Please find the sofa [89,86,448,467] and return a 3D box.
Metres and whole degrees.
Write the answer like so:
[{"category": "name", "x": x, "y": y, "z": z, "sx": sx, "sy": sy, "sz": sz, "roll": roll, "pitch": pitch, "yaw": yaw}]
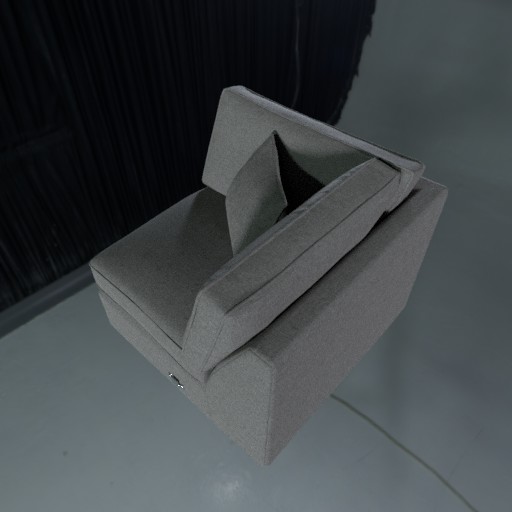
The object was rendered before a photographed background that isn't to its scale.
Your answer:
[{"category": "sofa", "x": 0.000, "y": 0.000, "z": 1.953, "sx": 1.084, "sy": 1.002, "sz": 1.146, "roll": 33, "pitch": 54, "yaw": 28}]
